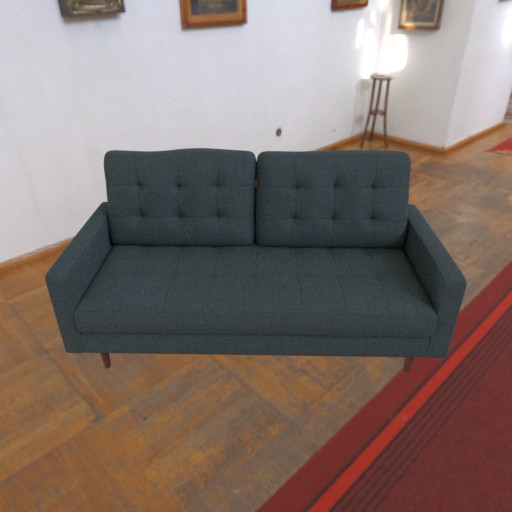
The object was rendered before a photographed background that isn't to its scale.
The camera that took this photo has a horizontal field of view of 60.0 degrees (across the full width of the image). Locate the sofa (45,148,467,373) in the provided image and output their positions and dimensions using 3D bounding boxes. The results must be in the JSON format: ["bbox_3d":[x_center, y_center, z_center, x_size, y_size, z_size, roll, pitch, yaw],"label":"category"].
[{"bbox_3d":[0.000,0.000,2.537,2.010,1.050,0.966,1,31,1],"label":"sofa"}]
